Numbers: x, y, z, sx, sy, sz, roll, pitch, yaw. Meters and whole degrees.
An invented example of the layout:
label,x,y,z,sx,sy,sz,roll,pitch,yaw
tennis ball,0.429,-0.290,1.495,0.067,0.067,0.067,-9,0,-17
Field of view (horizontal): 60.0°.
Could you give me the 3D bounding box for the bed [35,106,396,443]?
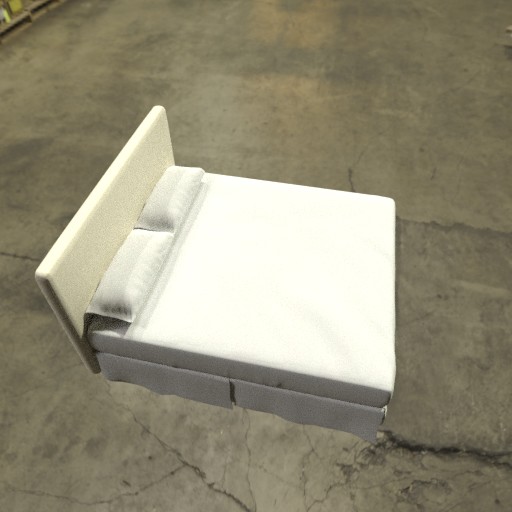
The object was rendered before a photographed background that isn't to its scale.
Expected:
label,x,y,z,sx,sy,sz,roll,pitch,yaw
bed,0.000,0.000,3.610,2.341,1.317,2.119,9,49,8
